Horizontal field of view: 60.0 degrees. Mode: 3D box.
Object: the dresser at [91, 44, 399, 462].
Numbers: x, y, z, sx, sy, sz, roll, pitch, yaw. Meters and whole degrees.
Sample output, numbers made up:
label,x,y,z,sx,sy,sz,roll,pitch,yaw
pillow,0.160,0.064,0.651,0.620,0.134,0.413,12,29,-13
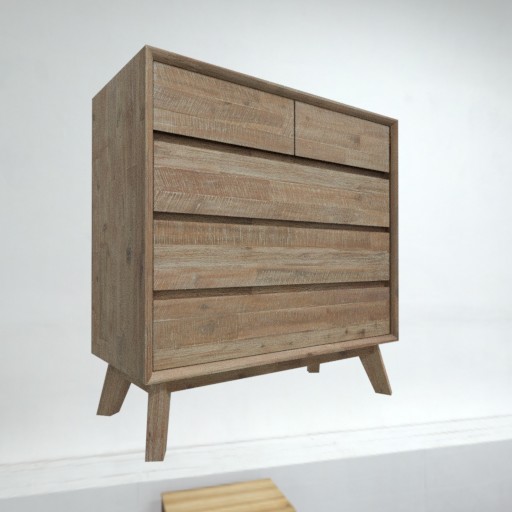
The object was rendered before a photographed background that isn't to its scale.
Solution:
label,x,y,z,sx,sy,sz,roll,pitch,yaw
dresser,0.000,0.000,1.557,0.998,1.029,0.455,0,-1,-36
